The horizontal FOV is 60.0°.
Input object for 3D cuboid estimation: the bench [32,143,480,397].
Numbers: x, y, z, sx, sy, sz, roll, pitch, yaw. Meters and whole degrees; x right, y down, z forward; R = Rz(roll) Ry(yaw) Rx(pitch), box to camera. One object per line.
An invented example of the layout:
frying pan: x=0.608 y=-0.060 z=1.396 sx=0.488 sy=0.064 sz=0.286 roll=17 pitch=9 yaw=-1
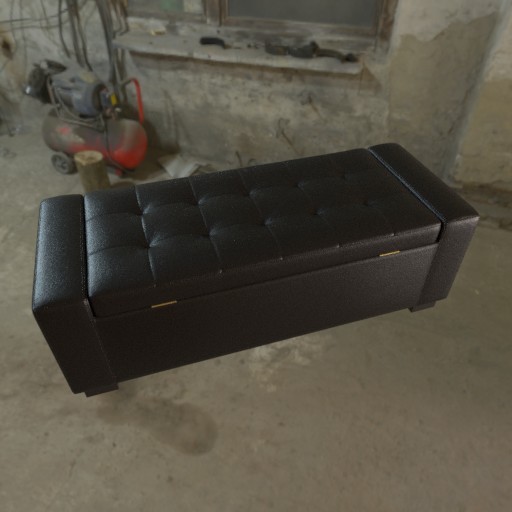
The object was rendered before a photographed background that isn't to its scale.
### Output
bench: x=0.000 y=0.000 z=1.520 sx=1.296 sy=0.445 sz=0.508 roll=-12 pitch=43 yaw=-13
